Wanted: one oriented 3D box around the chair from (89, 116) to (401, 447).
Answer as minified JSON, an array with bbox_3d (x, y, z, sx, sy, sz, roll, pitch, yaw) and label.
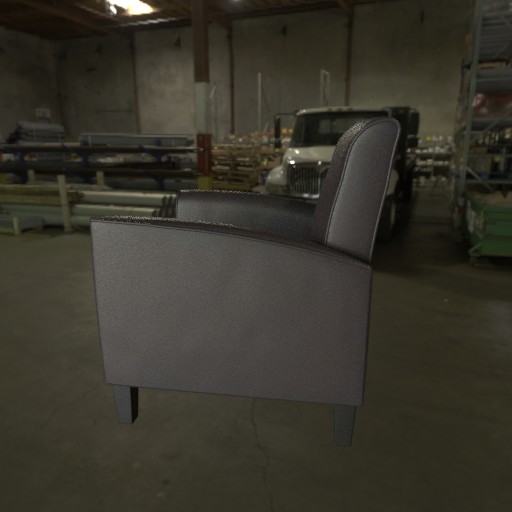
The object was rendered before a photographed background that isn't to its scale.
[{"bbox_3d":[0.000,0.000,1.567,0.819,0.916,0.820,2,14,9],"label":"chair"}]
